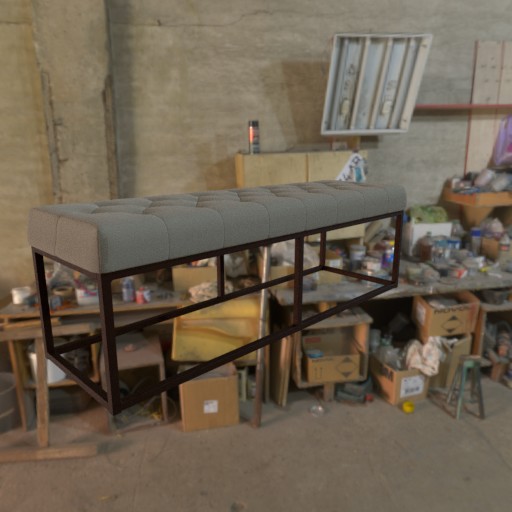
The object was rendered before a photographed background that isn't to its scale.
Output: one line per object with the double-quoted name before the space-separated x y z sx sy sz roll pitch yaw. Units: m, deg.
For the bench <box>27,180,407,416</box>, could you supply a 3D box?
"bench" 0.000 0.000 1.704 0.479 0.488 1.488 14 20 43
